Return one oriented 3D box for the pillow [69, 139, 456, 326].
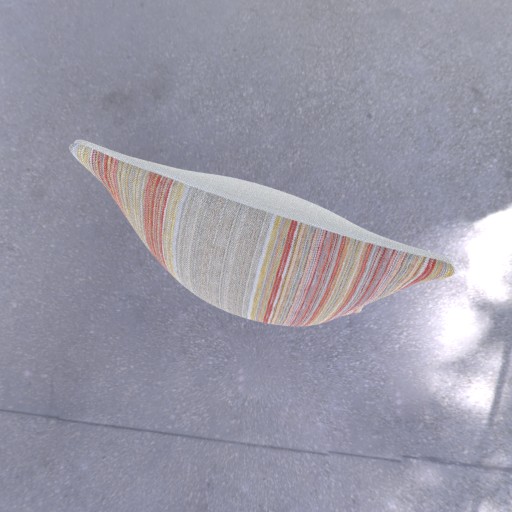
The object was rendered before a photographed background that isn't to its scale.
[{"bbox_3d":[0.000,0.000,0.698,0.451,0.449,0.191,18,77,4],"label":"pillow"}]
